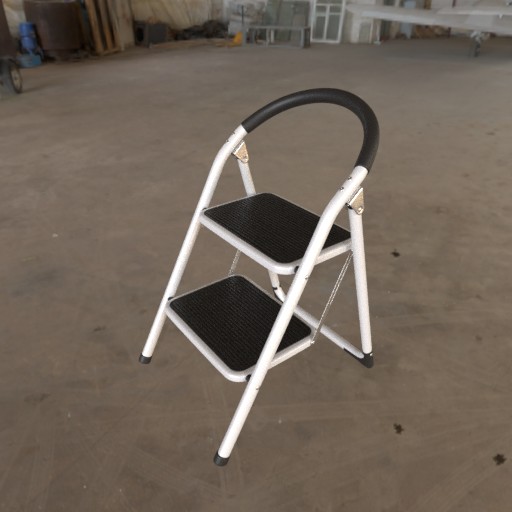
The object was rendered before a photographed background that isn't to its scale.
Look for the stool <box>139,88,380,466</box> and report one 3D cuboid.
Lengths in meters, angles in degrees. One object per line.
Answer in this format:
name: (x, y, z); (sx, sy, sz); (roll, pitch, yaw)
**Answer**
stool: (0.000, 0.000, 1.138); (0.559, 0.760, 0.453); (-21, 37, -31)
